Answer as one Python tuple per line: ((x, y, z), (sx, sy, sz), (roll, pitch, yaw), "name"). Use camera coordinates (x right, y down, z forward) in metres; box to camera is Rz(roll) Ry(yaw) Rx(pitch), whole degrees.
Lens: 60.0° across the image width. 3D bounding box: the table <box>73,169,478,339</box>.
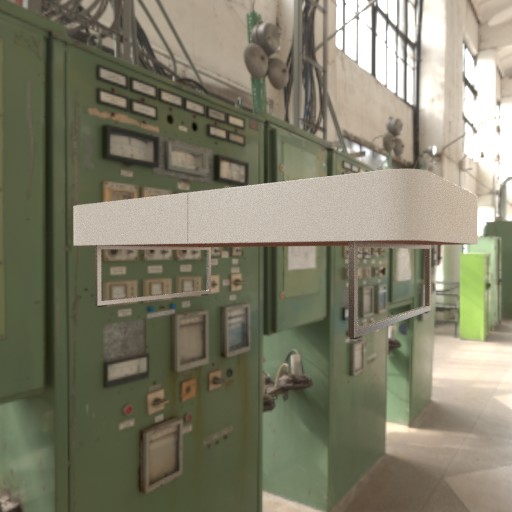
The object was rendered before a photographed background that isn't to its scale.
((0.000, 0.000, 1.415), (1.200, 0.340, 0.600), (0, 1, 37), "table")
